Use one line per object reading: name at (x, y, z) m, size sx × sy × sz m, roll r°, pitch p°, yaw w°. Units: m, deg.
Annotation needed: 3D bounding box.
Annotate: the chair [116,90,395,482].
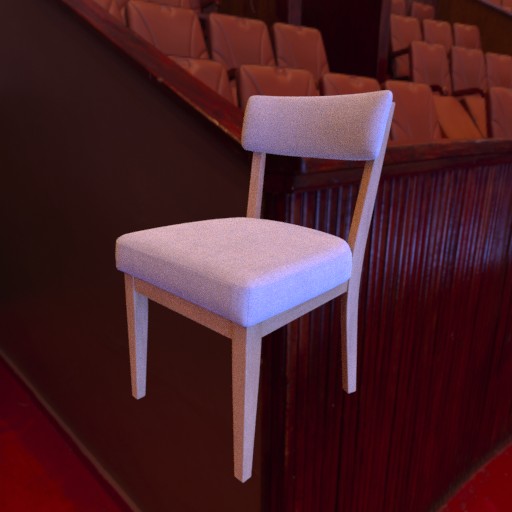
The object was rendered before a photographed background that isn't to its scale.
chair at (0.000, 0.000, 1.186) m, size 0.508 × 0.832 × 0.572 m, roll 16°, pitch 24°, yaw 42°
